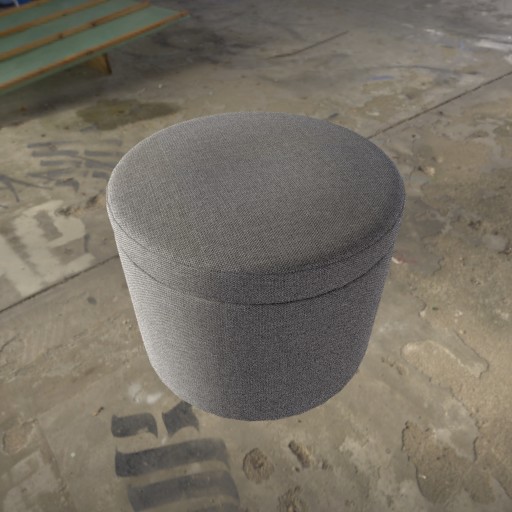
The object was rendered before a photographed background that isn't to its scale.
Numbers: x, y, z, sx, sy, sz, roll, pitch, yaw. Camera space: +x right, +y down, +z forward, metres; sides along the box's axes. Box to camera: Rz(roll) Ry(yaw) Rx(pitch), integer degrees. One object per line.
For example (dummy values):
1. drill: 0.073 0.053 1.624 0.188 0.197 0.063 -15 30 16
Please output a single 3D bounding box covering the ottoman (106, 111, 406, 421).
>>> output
1. ottoman: 0.000 0.000 0.879 0.500 0.419 0.500 0 42 0
